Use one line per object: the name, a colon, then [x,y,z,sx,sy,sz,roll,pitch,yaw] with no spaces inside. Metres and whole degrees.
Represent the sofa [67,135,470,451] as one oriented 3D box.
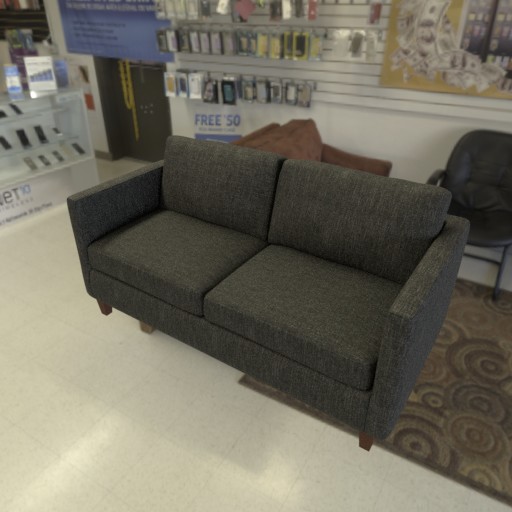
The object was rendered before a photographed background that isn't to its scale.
sofa: [0.000,0.000,2.371,1.884,0.963,0.950,19,36,28]
